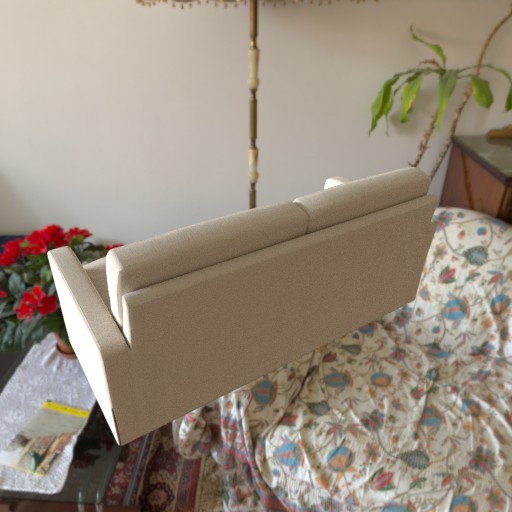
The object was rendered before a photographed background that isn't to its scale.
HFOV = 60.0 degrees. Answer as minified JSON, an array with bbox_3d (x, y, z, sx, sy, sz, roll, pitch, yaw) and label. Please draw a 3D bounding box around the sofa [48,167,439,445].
[{"bbox_3d":[0.000,0.000,2.261,1.808,0.831,0.894,-19,35,-29],"label":"sofa"}]
